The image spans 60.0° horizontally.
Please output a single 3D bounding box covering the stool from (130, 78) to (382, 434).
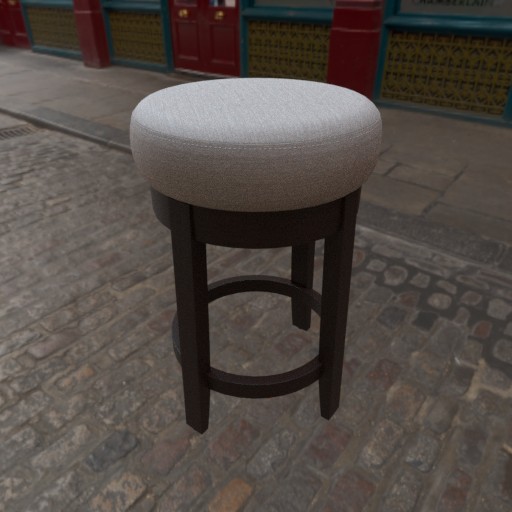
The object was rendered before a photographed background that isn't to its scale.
[{"bbox_3d":[0.000,0.000,0.938,0.443,0.672,0.443,0,31,0],"label":"stool"}]
